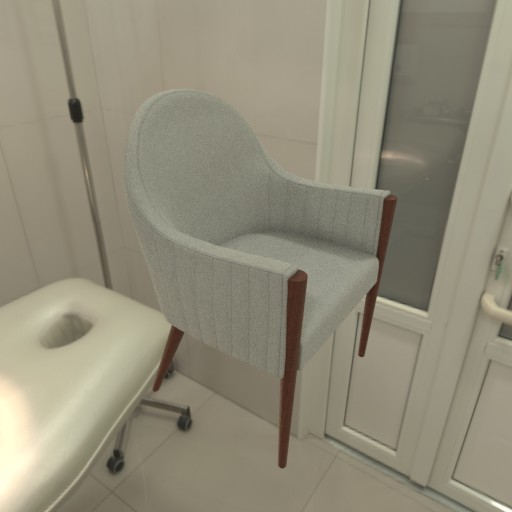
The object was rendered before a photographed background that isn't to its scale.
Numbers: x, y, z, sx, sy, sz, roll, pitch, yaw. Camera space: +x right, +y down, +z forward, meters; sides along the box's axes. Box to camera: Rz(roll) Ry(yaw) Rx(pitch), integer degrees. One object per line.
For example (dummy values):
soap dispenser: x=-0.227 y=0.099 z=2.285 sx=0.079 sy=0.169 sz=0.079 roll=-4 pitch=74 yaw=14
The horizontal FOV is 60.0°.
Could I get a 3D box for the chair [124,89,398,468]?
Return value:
chair: x=0.000 y=0.000 z=1.321 sx=0.620 sy=0.889 sz=0.610 roll=18 pitch=34 yaw=30
